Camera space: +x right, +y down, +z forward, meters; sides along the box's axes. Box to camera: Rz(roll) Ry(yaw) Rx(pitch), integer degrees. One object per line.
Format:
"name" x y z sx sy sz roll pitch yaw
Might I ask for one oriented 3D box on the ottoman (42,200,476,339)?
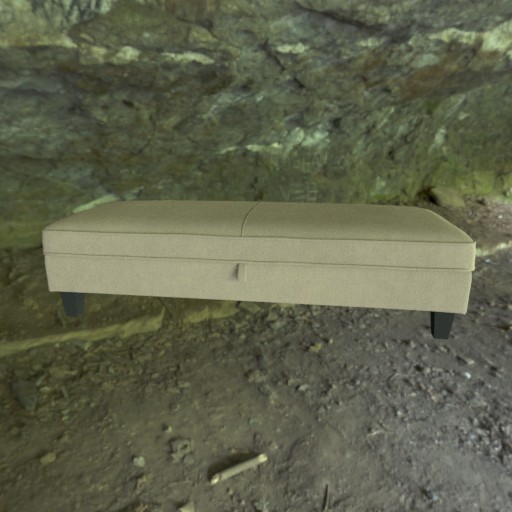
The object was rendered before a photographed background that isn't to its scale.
"ottoman" 0.000 0.000 2.054 1.726 0.460 0.735 2 15 8
